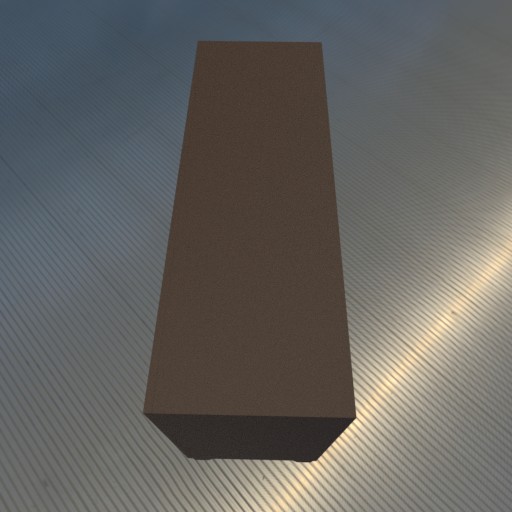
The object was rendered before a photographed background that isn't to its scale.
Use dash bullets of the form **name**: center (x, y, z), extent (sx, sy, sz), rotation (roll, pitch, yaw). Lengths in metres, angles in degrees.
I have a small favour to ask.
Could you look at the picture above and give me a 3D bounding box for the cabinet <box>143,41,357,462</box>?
- **cabinet**: center (0.000, 0.000, 1.750), extent (0.482, 0.914, 1.396), rotation (1, 59, 1)
